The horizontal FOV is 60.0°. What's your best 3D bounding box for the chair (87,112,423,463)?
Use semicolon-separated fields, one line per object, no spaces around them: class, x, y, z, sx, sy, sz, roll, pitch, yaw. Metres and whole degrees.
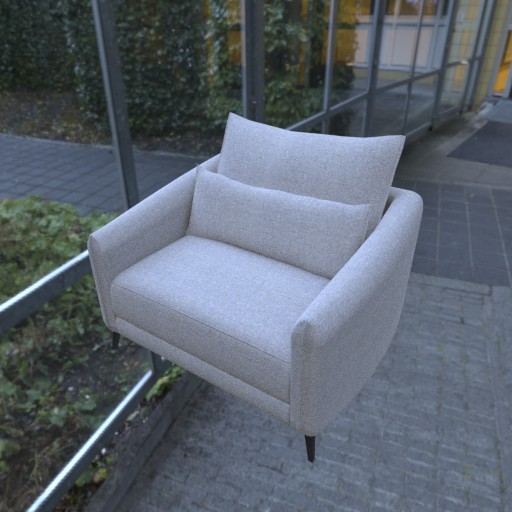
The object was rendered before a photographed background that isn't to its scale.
chair;0.000;0.000;1.659;1.029;0.856;0.801;19;34;30
